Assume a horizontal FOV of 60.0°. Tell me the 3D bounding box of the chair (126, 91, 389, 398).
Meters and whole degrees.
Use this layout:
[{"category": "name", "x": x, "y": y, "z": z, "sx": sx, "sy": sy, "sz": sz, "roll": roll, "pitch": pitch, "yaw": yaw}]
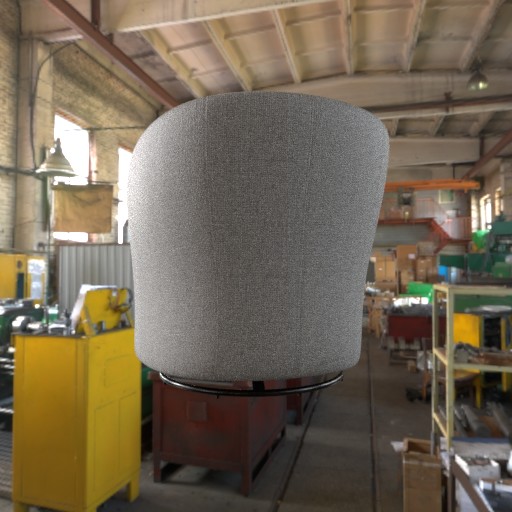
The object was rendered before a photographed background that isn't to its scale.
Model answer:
[{"category": "chair", "x": 0.000, "y": 0.000, "z": 1.429, "sx": 0.791, "sy": 0.771, "sz": 0.815, "roll": 1, "pitch": -2, "yaw": -20}]
